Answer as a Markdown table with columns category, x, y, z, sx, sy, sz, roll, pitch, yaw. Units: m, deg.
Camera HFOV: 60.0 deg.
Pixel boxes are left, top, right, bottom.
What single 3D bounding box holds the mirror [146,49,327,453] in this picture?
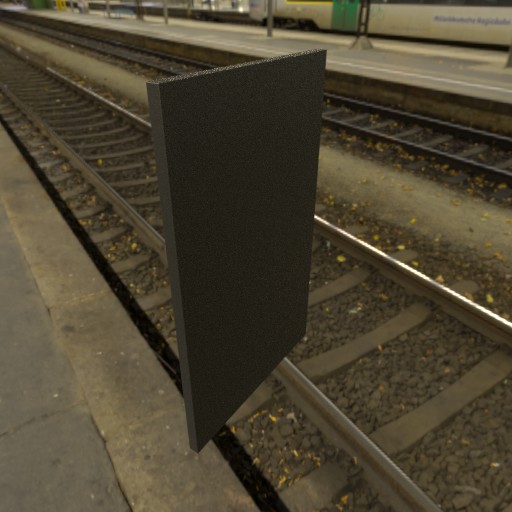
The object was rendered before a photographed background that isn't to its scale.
| category | x | y | z | sx | sy | sz | roll | pitch | yaw |
| --- | --- | --- | --- | --- | --- | --- | --- | --- | --- |
| mirror | 0.000 | 0.000 | 1.510 | 0.038 | 1.219 | 0.762 | 20 | 36 | 29 |
